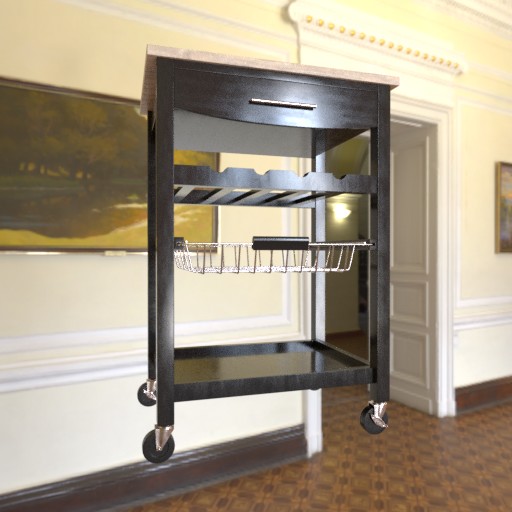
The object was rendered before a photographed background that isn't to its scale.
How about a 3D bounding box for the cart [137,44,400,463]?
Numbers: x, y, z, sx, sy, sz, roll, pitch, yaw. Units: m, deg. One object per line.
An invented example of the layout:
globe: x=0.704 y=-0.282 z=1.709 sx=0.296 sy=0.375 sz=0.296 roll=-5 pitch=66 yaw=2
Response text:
cart: x=0.000 y=0.000 z=1.144 sx=0.584 sy=0.839 sz=0.403 roll=0 pitch=0 yaw=-17
